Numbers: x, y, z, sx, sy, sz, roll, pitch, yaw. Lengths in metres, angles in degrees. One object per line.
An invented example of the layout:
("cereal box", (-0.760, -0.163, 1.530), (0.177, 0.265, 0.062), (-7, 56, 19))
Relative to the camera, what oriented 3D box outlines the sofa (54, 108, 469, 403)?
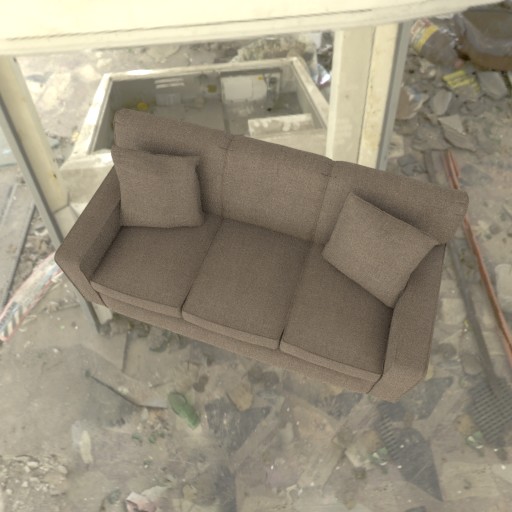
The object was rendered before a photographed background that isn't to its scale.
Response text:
("sofa", (0.000, 0.000, 2.582), (2.024, 0.958, 0.997), (16, 61, 9))
